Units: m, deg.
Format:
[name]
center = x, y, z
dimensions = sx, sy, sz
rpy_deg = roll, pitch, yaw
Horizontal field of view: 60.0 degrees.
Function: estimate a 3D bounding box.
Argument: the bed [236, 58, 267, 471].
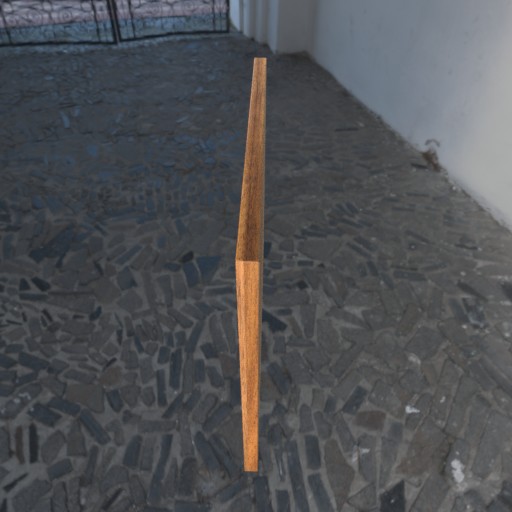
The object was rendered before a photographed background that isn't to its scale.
[bed]
center = 0.000, 0.000, 1.499
dimensions = 0.043, 0.940, 1.041
rpy_deg = 1, 43, 1
